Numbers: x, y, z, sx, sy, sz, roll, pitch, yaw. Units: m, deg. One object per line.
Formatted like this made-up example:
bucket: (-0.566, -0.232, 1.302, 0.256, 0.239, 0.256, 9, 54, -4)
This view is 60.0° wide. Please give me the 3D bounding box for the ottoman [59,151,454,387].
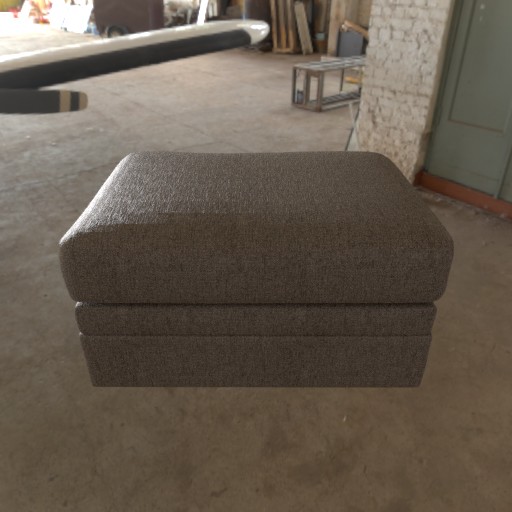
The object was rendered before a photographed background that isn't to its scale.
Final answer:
ottoman: (0.000, 0.000, 1.282, 0.885, 0.478, 0.637, 0, 31, 0)
